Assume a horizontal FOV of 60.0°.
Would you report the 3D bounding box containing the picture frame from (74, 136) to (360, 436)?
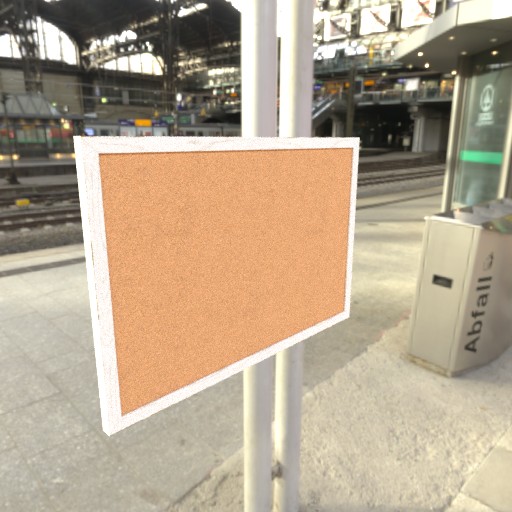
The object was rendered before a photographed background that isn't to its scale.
[{"bbox_3d":[0.000,0.000,1.235,0.029,0.640,0.950,14,20,43],"label":"picture frame"}]
